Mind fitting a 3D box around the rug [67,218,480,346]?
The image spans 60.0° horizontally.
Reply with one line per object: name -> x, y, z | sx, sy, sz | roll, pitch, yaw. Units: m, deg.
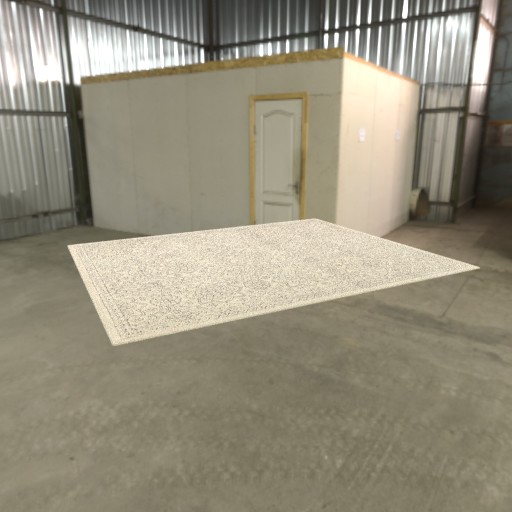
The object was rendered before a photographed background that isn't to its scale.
rug -> 0.000, 0.000, 4.143 | 3.050, 0.015, 2.441 | -8, 18, -27
